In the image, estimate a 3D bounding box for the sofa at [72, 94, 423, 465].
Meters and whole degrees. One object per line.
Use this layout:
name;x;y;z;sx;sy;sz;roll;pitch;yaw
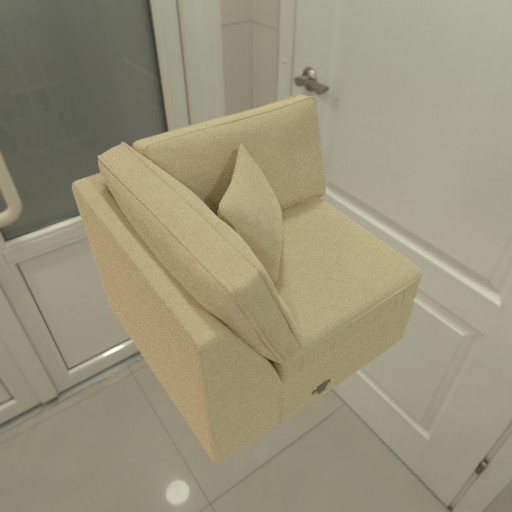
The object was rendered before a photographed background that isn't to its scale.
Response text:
sofa;0.000;0.000;1.982;1.146;1.002;1.084;-26;47;-26
